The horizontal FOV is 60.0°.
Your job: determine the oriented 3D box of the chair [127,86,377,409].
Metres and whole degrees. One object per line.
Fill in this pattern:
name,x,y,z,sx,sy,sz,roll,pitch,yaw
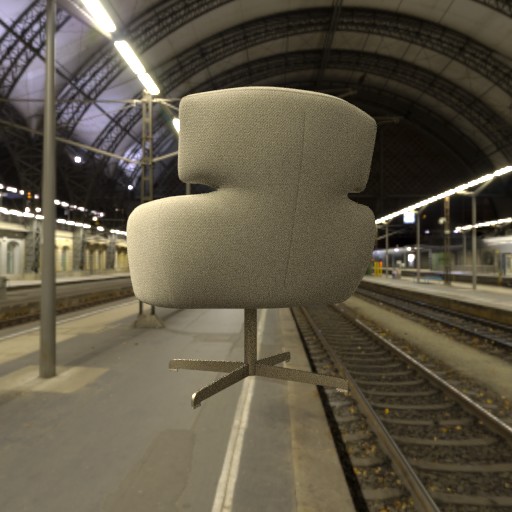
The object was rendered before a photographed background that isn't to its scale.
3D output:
chair,0.000,0.000,1.398,0.760,0.810,0.730,0,-1,-19
